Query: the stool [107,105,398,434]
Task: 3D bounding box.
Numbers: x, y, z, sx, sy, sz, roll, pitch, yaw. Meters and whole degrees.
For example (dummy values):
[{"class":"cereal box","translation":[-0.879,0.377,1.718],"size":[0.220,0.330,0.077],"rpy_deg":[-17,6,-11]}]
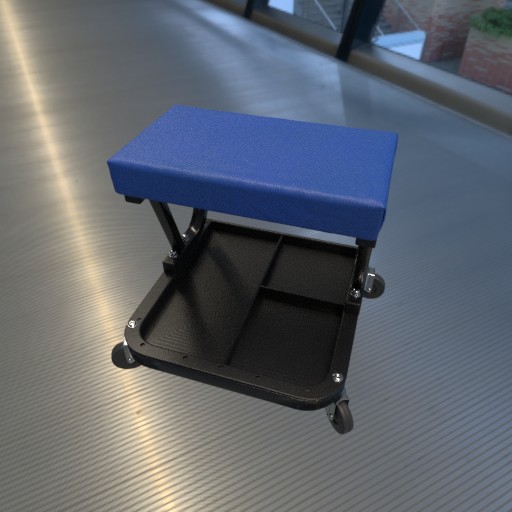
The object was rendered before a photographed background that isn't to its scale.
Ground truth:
[{"class":"stool","translation":[0.000,0.000,0.732],"size":[0.446,0.380,0.371],"rpy_deg":[12,41,13]}]
